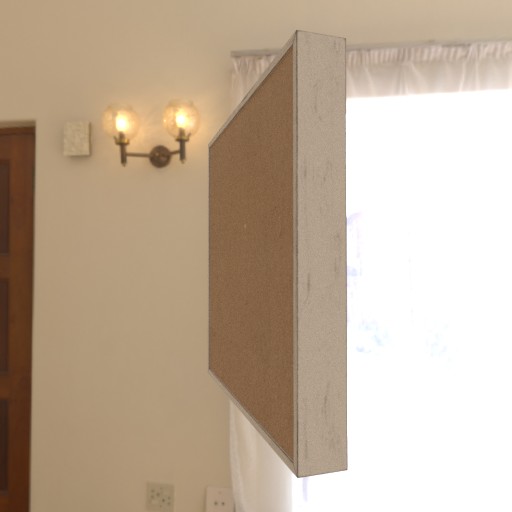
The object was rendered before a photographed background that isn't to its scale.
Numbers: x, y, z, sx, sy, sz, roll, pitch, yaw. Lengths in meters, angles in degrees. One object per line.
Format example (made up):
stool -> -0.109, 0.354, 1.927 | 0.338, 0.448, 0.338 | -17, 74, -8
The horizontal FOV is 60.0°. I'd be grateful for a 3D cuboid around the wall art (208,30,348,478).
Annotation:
wall art -> 0.000, 0.000, 0.452 | 0.038, 0.305, 0.305 | 0, -1, -18
